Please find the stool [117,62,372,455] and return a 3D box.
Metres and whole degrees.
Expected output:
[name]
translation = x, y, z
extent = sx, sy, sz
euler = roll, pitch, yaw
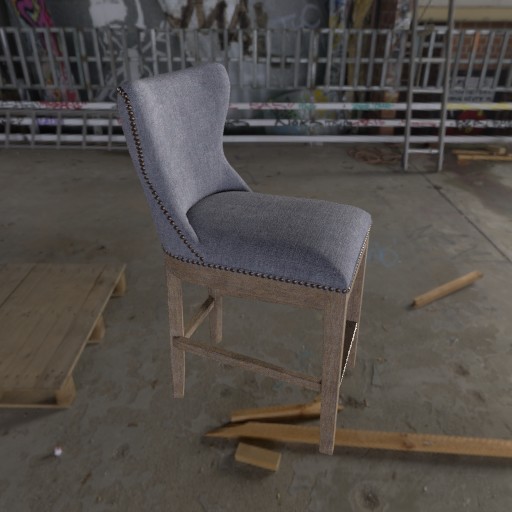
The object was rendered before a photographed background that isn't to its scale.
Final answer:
[stool]
translation = 0.000, 0.000, 1.283
extent = 0.608, 0.981, 0.498
euler = 10, 30, 18
